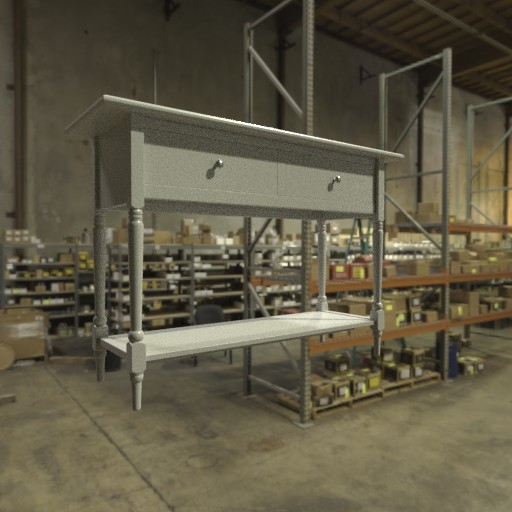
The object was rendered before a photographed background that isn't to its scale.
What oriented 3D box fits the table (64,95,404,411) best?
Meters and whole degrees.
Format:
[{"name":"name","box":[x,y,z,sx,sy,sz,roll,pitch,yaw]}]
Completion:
[{"name":"table","box":[0.000,0.000,1.586,1.197,0.808,0.384,-1,1,-36]}]
